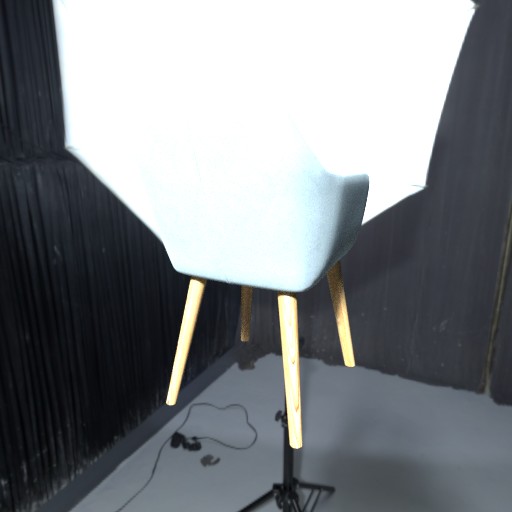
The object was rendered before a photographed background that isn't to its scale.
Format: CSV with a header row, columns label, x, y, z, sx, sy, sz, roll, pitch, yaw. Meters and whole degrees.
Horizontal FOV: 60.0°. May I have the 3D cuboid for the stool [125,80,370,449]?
label,x,y,z,sx,sy,sz,roll,pitch,yaw
stool,0.000,0.000,1.202,0.503,0.830,0.590,8,17,27
